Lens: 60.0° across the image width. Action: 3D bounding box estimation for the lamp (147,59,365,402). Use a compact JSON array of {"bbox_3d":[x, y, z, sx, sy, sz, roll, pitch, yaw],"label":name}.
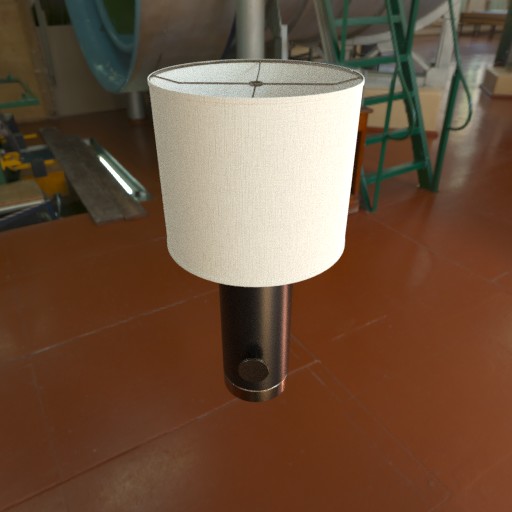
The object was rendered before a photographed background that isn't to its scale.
[{"bbox_3d":[0.000,0.000,0.627,0.241,0.482,0.240,1,32,2],"label":"lamp"}]
